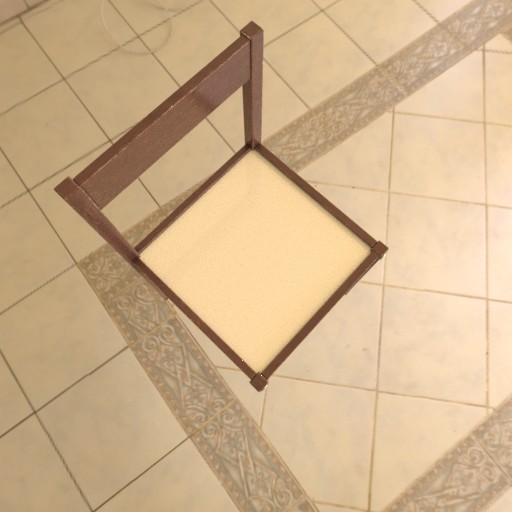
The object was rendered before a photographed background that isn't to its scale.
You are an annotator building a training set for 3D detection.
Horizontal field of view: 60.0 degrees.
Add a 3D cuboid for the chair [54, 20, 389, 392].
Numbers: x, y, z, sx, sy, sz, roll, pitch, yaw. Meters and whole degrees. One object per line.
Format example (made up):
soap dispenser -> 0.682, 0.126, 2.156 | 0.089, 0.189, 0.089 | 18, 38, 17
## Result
chair -> 0.000, 0.000, 0.678 | 0.285, 0.505, 0.285 | 42, 78, 11
